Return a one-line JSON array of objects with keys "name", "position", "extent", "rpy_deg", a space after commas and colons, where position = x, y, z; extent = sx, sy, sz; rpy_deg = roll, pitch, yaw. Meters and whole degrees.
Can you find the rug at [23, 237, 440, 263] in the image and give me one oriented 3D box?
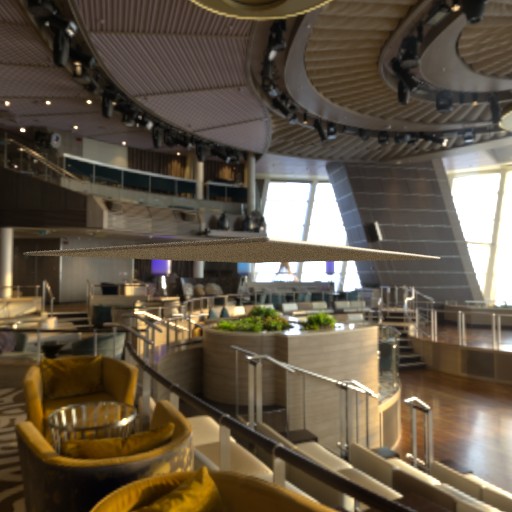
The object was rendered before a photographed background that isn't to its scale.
[{"name": "rug", "position": [0.000, 0.000, 4.085], "extent": [2.462, 0.030, 3.066], "rpy_deg": [-2, -3, 37]}]
